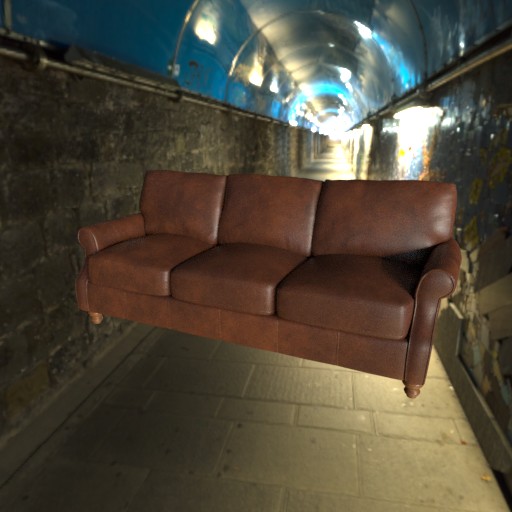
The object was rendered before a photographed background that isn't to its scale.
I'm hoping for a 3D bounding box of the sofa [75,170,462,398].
[{"bbox_3d":[0.000,0.000,2.804,2.351,0.977,0.973,7,17,25],"label":"sofa"}]
